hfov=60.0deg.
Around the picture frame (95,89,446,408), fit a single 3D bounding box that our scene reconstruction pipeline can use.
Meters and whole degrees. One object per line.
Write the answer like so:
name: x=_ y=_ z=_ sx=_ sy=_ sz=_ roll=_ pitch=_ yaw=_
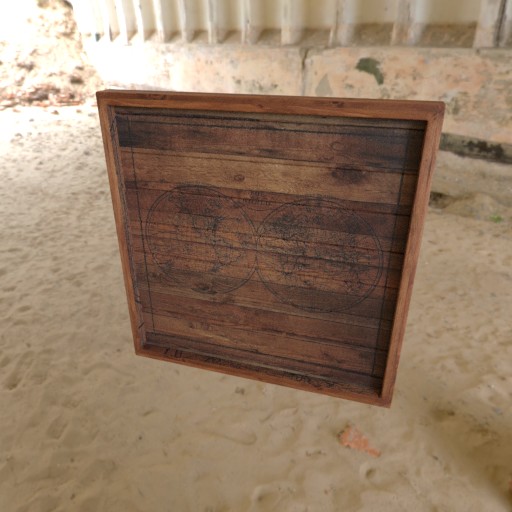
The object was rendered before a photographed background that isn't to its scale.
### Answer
picture frame: x=0.000 y=0.000 z=0.520 sx=0.352 sy=0.356 sz=0.028 roll=8 pitch=28 yaw=15
